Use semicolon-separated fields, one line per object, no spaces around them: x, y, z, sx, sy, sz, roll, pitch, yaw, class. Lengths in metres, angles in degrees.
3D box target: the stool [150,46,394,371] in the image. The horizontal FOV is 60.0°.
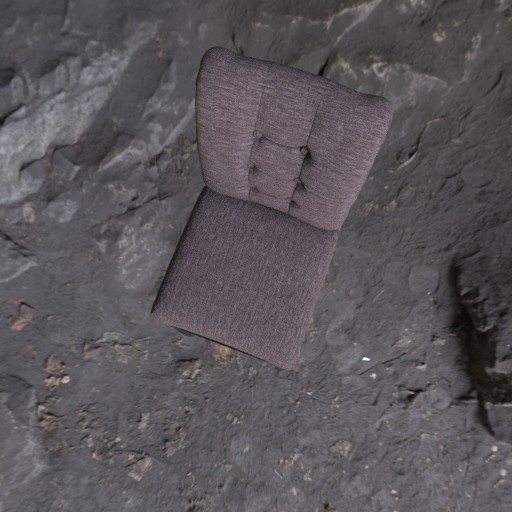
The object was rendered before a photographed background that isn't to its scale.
0.000;0.000;1.435;0.452;1.131;0.613;20;75;5;stool
